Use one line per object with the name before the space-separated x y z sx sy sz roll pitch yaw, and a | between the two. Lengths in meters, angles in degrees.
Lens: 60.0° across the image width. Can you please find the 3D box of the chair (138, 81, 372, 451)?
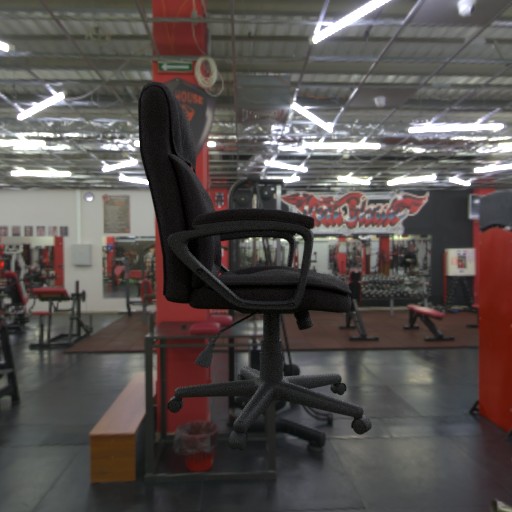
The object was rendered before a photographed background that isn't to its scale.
chair | 0.000 0.000 1.572 0.724 1.105 0.667 0 1 0
